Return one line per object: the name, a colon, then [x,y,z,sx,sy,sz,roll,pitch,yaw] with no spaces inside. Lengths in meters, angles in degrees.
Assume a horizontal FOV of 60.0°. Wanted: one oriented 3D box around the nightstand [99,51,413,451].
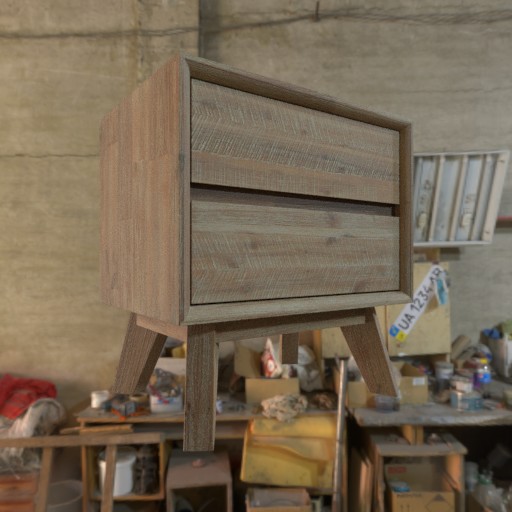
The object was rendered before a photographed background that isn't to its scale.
nightstand: [0.000,0.000,0.958,0.552,0.589,0.396,0,0,-35]
